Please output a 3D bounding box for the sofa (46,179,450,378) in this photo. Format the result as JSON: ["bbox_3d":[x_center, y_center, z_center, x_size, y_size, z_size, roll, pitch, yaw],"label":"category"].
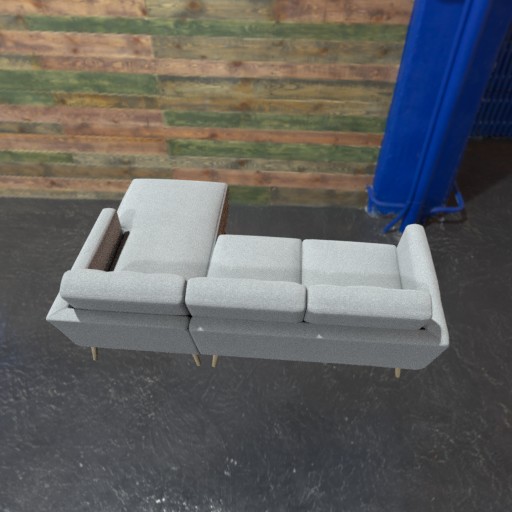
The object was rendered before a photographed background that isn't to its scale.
[{"bbox_3d":[0.000,0.000,2.838,2.040,0.860,1.530,3,44,3],"label":"sofa"}]
